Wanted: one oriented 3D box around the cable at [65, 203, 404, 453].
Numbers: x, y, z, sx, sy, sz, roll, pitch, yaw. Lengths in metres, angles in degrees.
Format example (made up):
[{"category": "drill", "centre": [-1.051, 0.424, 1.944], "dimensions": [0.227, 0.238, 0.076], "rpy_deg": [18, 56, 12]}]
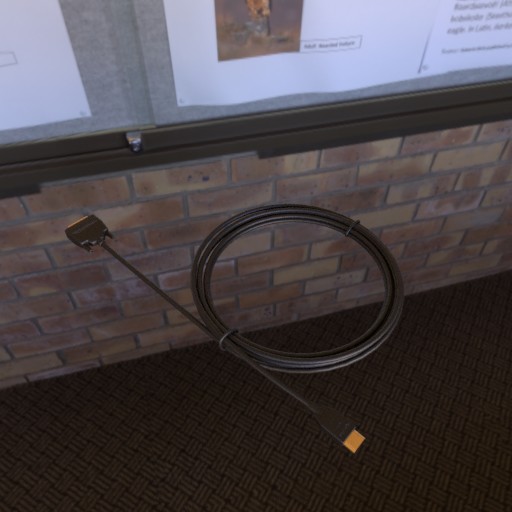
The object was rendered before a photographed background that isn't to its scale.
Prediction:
[{"category": "cable", "centre": [0.000, 0.000, 0.518], "dimensions": [0.422, 0.030, 0.257], "rpy_deg": [34, 55, 28]}]
